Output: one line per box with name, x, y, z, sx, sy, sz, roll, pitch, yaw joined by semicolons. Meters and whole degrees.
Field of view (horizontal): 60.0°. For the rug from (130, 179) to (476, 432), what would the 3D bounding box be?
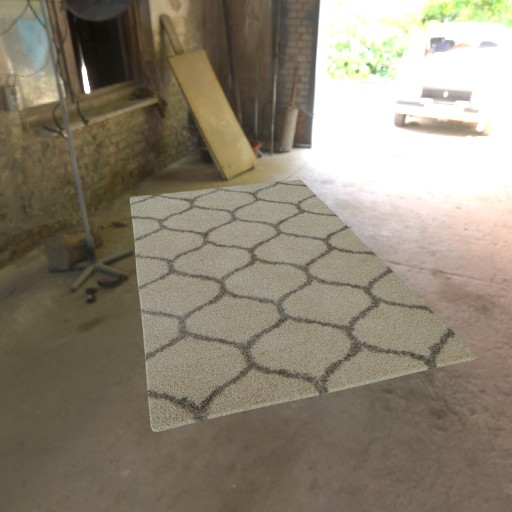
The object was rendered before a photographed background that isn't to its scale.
rug;0.000;0.000;2.862;1.501;0.024;2.348;-8;32;-13
